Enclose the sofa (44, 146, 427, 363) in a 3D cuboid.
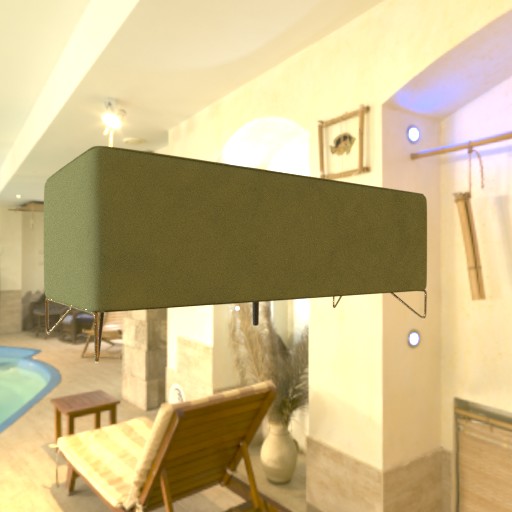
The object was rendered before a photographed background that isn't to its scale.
[{"bbox_3d":[0.000,0.000,2.515,2.087,0.789,0.867,0,-1,-36],"label":"sofa"}]
